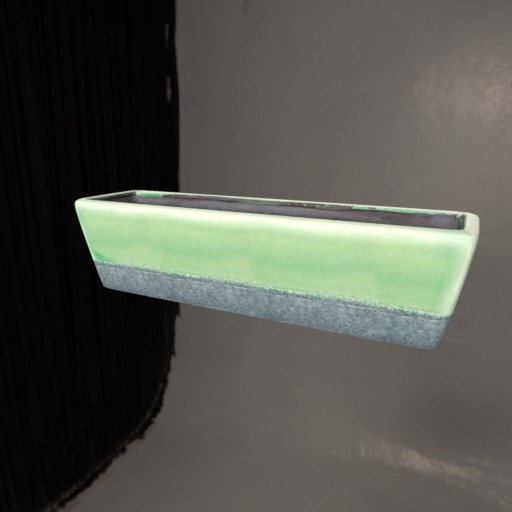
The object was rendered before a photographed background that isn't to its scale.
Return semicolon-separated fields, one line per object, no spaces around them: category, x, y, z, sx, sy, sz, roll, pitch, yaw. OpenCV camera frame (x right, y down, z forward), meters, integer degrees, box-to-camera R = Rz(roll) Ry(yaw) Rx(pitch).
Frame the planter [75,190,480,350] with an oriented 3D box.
planter;0.000;0.000;0.312;0.275;0.072;0.072;7;17;25
